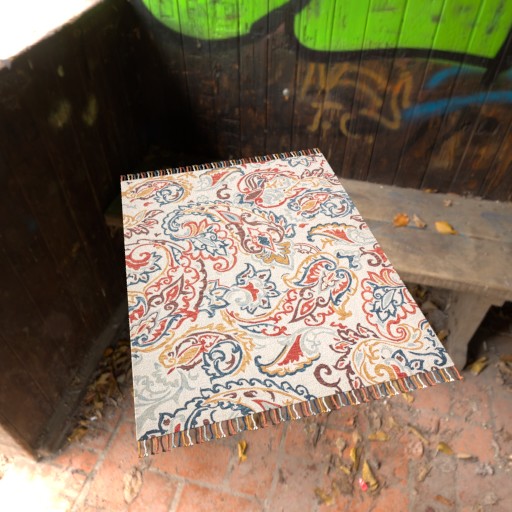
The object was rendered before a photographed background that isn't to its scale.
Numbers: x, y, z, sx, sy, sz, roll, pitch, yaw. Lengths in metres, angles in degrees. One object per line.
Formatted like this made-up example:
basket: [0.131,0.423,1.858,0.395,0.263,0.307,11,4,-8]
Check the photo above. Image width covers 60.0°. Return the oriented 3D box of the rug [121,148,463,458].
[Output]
rug: [0.000,0.000,4.272,2.439,0.015,3.274,-10,47,-10]
